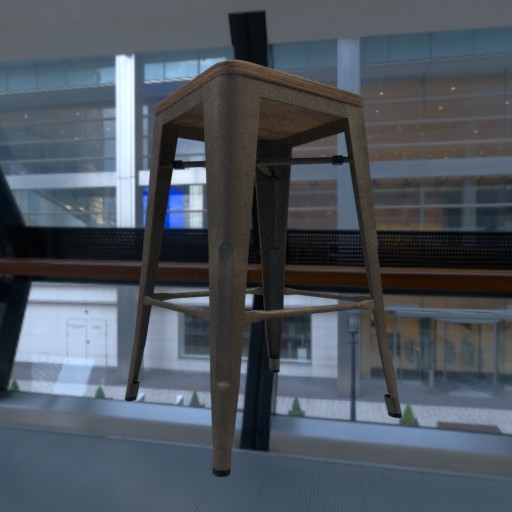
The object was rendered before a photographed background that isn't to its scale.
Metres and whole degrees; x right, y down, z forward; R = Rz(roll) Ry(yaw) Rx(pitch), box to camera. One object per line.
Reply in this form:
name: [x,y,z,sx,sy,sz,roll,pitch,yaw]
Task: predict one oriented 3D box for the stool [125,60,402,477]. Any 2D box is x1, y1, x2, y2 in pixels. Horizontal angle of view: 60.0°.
stool: [0.000,0.000,0.889,0.407,0.607,0.407,0,1,-35]
